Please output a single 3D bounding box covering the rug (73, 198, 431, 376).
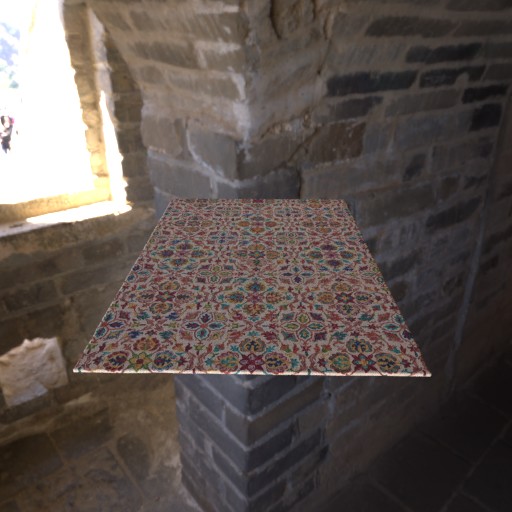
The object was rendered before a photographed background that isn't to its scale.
[{"bbox_3d":[0.000,0.000,2.928,1.541,0.018,2.297,0,26,1],"label":"rug"}]
